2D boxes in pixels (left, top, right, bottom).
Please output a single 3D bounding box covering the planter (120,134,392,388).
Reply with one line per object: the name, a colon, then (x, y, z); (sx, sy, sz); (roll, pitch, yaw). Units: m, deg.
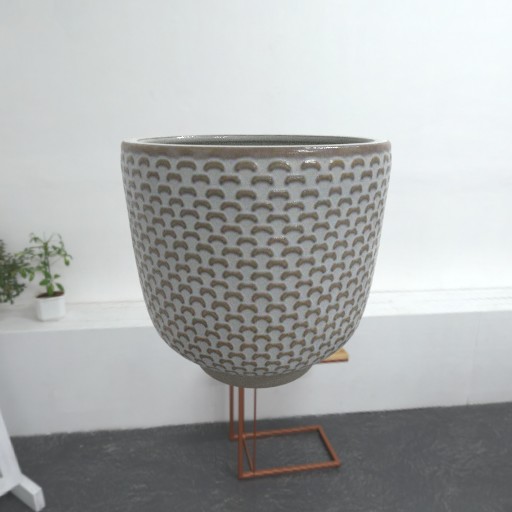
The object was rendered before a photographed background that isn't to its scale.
planter: (0.000, 0.000, 0.253); (0.139, 0.130, 0.139); (0, 17, 0)
